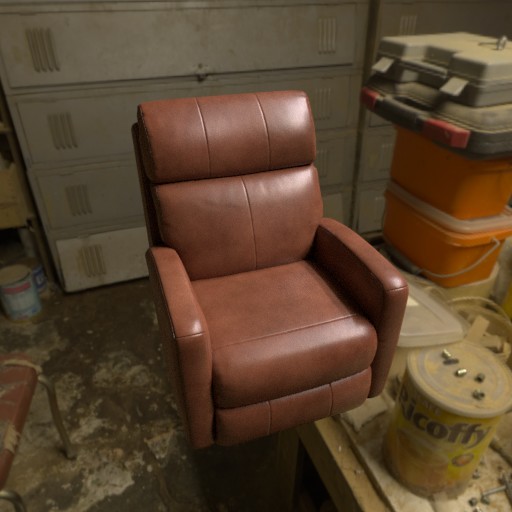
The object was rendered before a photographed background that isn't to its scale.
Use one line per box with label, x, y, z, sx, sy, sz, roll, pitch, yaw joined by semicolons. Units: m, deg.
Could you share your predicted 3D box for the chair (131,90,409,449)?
chair;0.000;0.000;1.673;0.787;1.016;0.939;-10;34;-16
